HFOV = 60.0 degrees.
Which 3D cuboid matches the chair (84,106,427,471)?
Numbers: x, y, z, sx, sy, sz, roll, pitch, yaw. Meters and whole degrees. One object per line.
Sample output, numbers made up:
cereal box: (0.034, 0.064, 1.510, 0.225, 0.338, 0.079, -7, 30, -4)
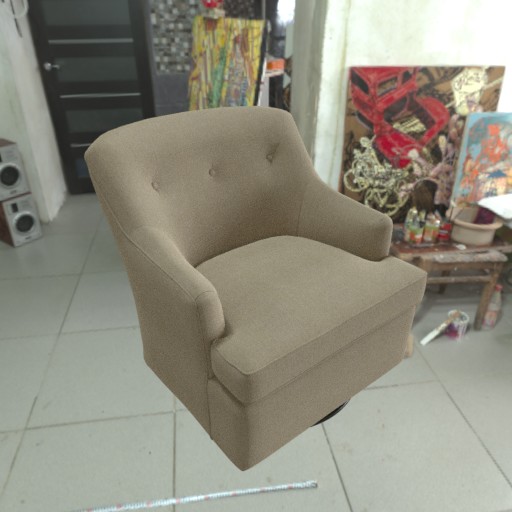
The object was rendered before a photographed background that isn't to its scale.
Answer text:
chair: (0.000, 0.000, 1.570, 0.864, 0.856, 0.923, -21, 36, -32)
